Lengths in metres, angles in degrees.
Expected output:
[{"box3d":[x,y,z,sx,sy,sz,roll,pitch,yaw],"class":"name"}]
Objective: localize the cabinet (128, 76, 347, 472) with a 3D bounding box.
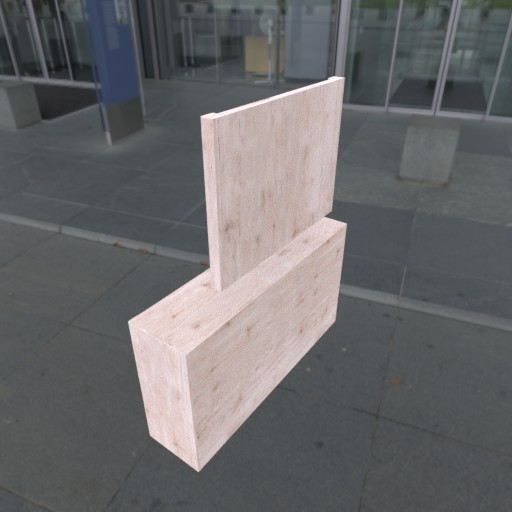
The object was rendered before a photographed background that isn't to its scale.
[{"box3d":[0.000,0.000,2.765,0.420,1.981,1.700,21,37,30],"class":"cabinet"}]
